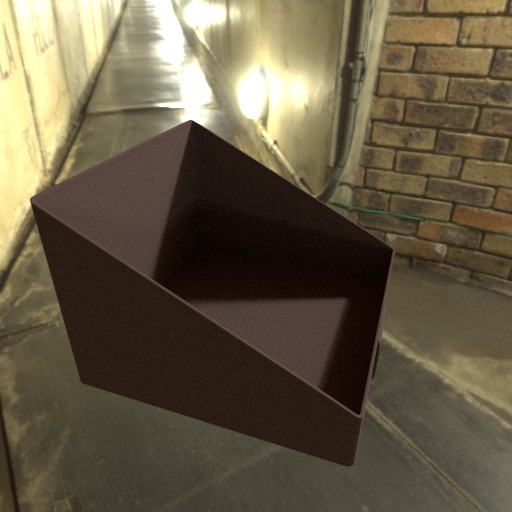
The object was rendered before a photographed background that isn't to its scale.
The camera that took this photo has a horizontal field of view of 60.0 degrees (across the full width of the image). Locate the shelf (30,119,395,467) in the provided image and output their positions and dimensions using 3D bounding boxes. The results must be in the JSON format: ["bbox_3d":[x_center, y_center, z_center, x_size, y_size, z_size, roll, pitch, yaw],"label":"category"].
[{"bbox_3d":[0.000,0.000,0.489,0.292,0.210,0.292,11,32,17],"label":"shelf"}]
